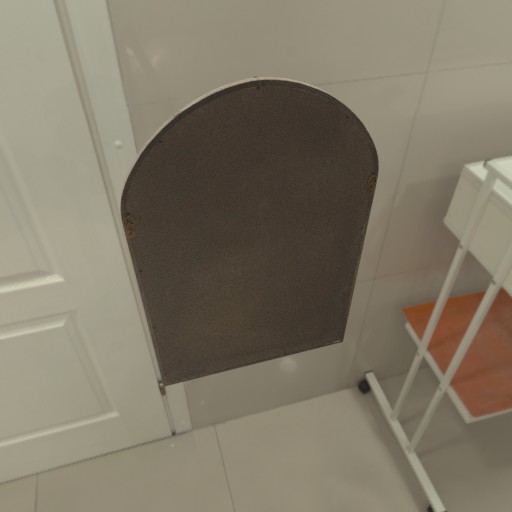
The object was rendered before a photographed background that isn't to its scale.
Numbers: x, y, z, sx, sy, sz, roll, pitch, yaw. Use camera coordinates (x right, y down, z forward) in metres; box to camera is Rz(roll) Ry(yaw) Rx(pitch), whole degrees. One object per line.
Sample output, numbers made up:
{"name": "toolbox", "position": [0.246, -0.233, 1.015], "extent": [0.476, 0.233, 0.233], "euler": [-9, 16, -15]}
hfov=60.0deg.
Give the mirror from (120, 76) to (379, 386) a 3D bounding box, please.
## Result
{"name": "mirror", "position": [0.000, 0.000, 1.152], "extent": [0.609, 0.915, 0.032], "euler": [-11, 43, -12]}
